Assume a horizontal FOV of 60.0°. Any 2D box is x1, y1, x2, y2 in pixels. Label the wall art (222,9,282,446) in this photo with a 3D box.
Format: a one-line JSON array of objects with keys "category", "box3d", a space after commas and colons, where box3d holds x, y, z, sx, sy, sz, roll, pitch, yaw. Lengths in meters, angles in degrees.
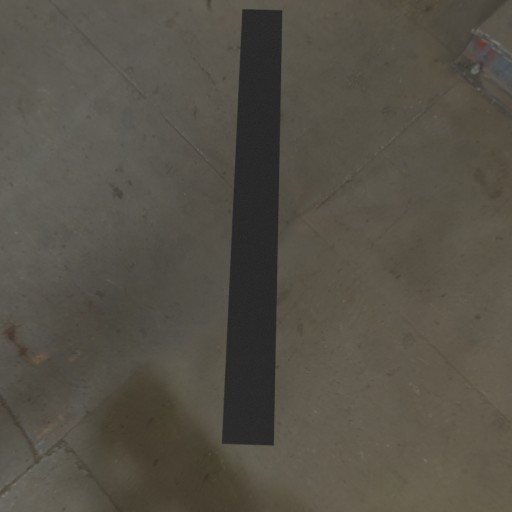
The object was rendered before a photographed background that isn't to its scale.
[{"category": "wall art", "box3d": [0.000, 0.000, 0.446, 0.030, 0.305, 0.308, 2, 75, 0]}]
